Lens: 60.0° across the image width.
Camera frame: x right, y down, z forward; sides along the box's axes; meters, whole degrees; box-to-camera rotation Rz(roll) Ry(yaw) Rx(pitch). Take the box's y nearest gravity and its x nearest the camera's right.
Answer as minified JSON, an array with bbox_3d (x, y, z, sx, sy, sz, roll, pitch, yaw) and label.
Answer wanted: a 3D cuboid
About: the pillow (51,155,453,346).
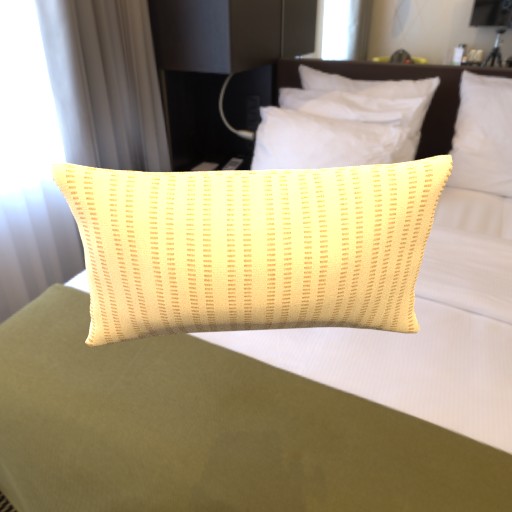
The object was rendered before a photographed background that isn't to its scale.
[{"bbox_3d":[0.000,0.000,0.781,0.640,0.353,0.210,-2,29,-3],"label":"pillow"}]
